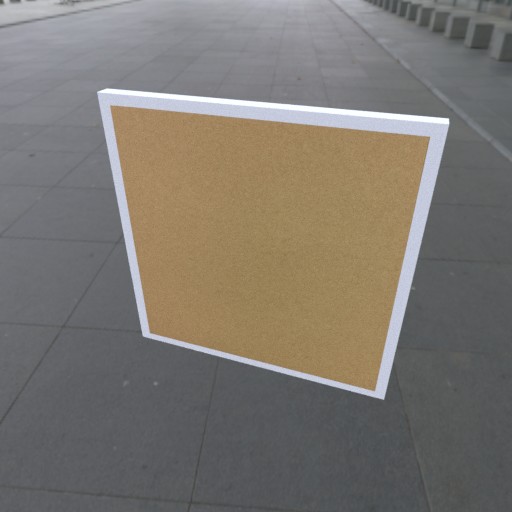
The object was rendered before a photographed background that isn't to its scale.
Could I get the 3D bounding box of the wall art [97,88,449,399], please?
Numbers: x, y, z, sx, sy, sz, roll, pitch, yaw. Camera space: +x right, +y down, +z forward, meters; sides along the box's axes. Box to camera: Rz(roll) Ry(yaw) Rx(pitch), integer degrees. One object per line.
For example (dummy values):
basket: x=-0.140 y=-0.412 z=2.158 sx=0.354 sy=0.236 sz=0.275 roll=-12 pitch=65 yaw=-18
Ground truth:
wall art: x=0.000 y=0.000 z=1.139 sx=0.763 sy=0.761 sz=0.038 roll=11 pitch=34 yaw=16
